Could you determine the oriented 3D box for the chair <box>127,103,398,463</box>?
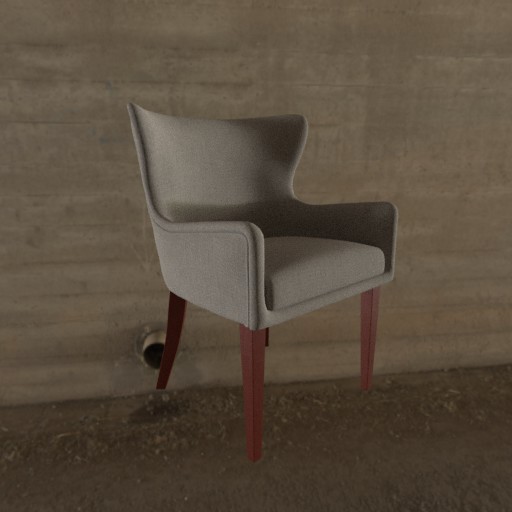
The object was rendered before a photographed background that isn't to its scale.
[{"bbox_3d":[0.000,0.000,1.471,0.732,0.948,0.677,-12,18,-42],"label":"chair"}]
